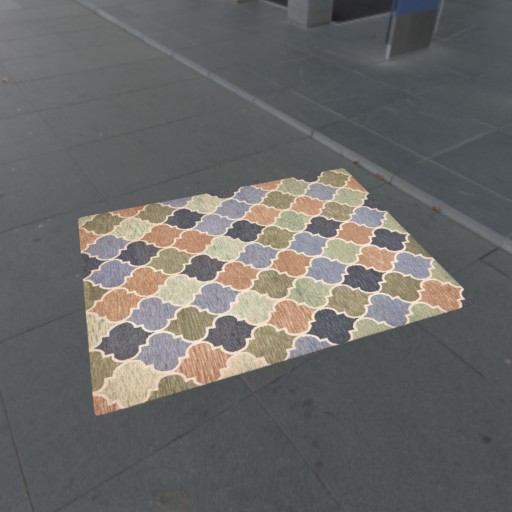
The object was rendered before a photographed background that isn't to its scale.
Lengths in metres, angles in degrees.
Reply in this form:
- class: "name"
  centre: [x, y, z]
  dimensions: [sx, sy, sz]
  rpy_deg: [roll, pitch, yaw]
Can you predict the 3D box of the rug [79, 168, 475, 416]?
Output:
- class: "rug"
  centre: [0.000, 0.000, 4.306]
  dimensions: [3.200, 0.013, 2.439]
  rpy_deg: [-13, 43, -15]
